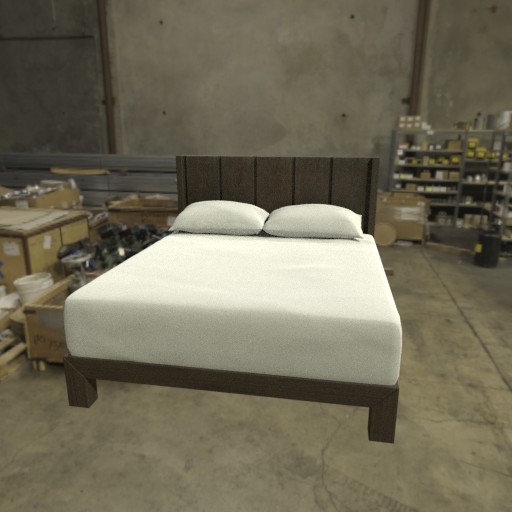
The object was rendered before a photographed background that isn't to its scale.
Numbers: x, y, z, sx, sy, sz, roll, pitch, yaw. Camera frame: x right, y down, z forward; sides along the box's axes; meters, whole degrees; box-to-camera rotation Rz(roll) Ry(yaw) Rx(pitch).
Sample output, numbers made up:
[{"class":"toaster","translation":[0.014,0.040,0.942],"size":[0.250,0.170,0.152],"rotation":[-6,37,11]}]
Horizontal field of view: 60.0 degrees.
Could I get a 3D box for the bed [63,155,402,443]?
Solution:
[{"class":"bed","translation":[0.000,0.000,3.068],"size":[1.735,1.261,1.992],"rotation":[3,16,10]}]
